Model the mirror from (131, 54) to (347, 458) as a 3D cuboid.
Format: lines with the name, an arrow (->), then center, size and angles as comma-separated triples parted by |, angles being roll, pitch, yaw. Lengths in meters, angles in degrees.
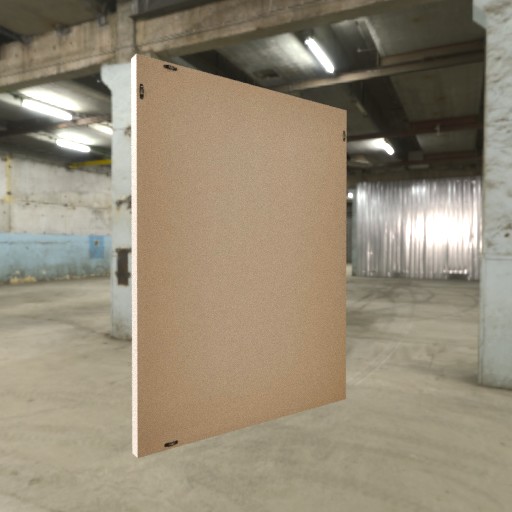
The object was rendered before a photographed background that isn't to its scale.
mirror -> 0.000, 0.000, 1.349 | 0.762, 1.016, 0.041 | 0, 1, -36
